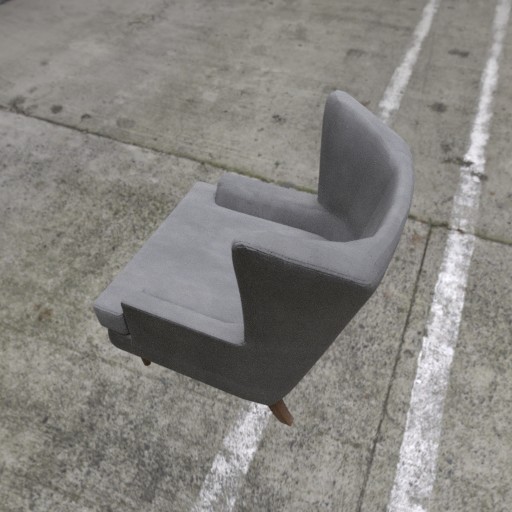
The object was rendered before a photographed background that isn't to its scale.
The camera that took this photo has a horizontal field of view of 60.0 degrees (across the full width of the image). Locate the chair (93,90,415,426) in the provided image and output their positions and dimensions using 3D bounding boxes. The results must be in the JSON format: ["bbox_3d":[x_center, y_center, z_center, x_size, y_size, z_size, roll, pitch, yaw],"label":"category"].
[{"bbox_3d":[0.000,0.000,1.585,0.906,0.950,0.784,17,49,16],"label":"chair"}]
